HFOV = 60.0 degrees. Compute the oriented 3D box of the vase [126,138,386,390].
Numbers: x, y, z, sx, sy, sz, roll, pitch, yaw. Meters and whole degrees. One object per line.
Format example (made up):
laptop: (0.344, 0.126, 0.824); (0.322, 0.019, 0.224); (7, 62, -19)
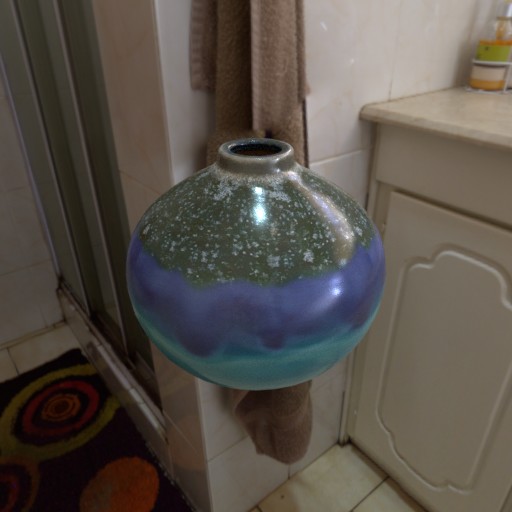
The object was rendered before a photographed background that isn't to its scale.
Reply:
vase: (0.000, 0.000, 0.269); (0.154, 0.133, 0.154); (0, 30, 0)
